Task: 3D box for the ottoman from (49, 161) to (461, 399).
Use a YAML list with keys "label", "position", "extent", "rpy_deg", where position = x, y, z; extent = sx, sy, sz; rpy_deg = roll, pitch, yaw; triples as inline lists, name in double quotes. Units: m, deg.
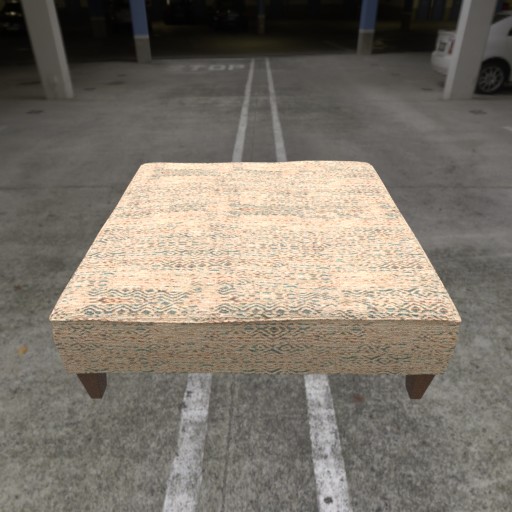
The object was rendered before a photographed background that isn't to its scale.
- label: "ottoman"
  position: [0.000, 0.000, 1.513]
  extent: [0.968, 0.356, 1.004]
  rpy_deg: [0, 32, 0]
